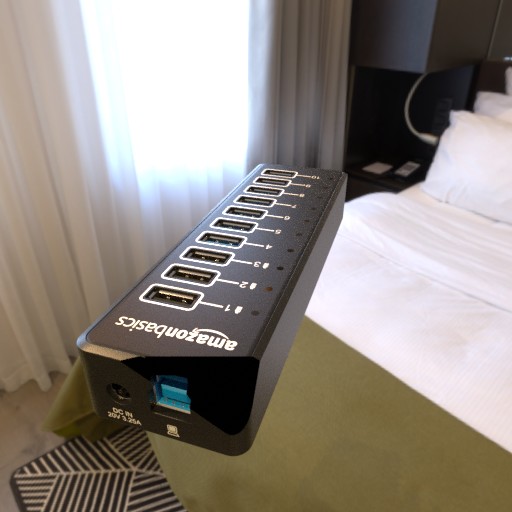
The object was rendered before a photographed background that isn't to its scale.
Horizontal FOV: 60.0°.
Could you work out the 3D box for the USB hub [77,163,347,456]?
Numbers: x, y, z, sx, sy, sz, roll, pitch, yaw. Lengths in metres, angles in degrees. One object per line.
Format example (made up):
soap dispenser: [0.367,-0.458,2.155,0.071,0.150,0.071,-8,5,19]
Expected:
USB hub: [0.000,0.000,0.163,0.044,0.023,0.145,10,31,16]
